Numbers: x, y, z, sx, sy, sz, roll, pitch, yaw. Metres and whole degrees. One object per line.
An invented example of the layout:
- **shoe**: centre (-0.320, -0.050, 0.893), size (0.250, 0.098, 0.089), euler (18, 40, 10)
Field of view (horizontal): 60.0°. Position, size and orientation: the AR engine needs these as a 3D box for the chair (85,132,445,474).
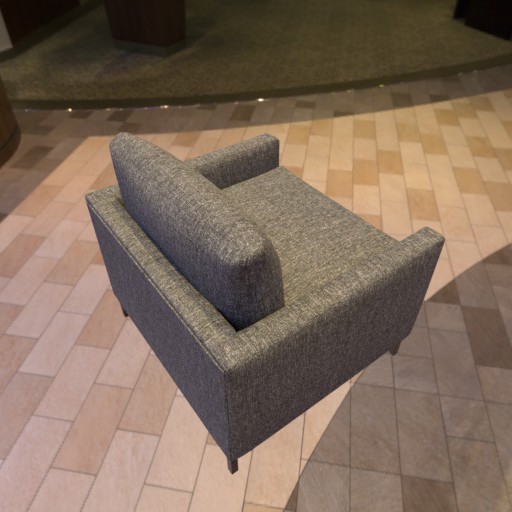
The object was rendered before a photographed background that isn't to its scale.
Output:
- **chair**: centre (0.000, 0.000, 1.629), size (0.866, 0.861, 0.963), euler (-26, 47, -27)
